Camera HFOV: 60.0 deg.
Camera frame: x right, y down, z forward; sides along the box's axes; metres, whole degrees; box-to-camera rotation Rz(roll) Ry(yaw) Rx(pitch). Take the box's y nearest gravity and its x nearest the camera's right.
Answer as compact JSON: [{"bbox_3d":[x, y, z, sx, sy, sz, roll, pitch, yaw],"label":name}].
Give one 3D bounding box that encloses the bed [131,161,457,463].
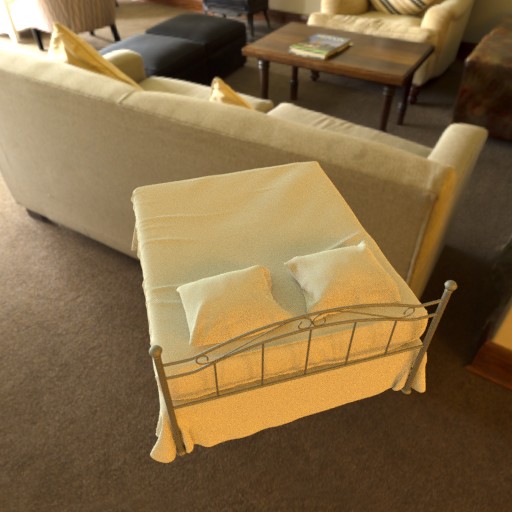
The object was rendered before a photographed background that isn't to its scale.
[{"bbox_3d":[0.000,0.000,3.328,1.936,1.080,2.215,-11,43,-11],"label":"bed"}]
